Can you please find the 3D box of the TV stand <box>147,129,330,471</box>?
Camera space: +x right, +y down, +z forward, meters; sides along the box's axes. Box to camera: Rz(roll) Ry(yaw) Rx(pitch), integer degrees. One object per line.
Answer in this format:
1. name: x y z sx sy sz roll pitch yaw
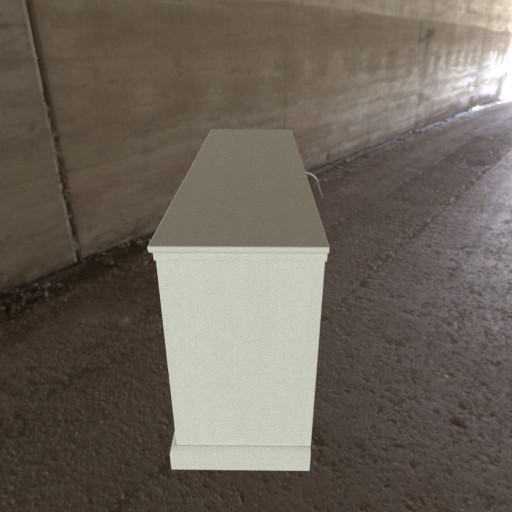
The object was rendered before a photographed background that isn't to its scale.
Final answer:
1. TV stand: 0.000 0.000 1.506 0.424 0.624 1.187 0 26 1
